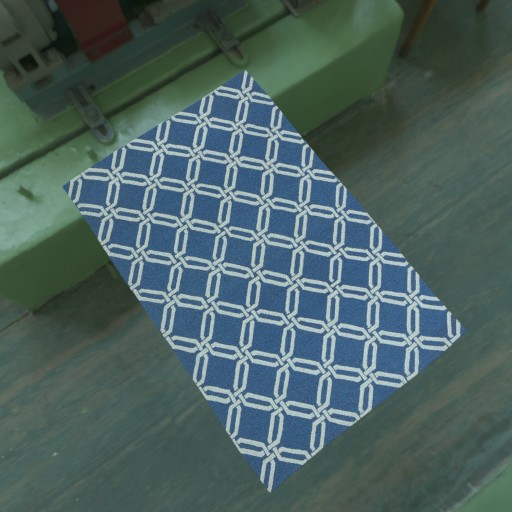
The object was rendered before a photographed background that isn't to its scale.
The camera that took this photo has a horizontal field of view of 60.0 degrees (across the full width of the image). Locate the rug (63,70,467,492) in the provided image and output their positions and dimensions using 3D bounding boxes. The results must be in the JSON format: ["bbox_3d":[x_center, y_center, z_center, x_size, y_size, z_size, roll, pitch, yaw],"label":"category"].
[{"bbox_3d":[0.000,0.000,2.138,1.153,0.010,1.755,-36,78,-9],"label":"rug"}]
